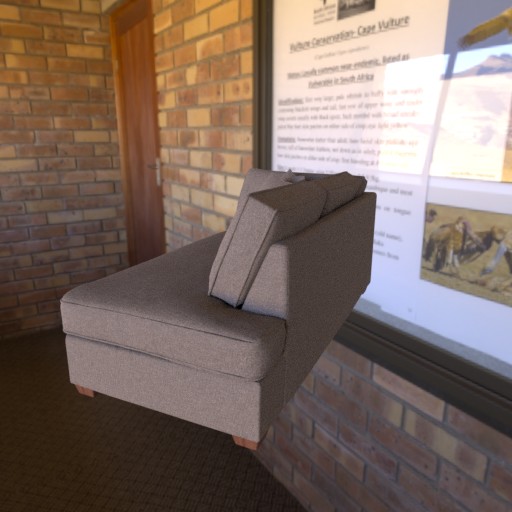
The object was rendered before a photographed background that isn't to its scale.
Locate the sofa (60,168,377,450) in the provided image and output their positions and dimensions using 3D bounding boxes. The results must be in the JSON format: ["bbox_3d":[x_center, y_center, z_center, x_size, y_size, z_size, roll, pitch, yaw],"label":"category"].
[{"bbox_3d":[0.000,0.000,2.841,1.110,1.033,2.237,7,17,24],"label":"sofa"}]
